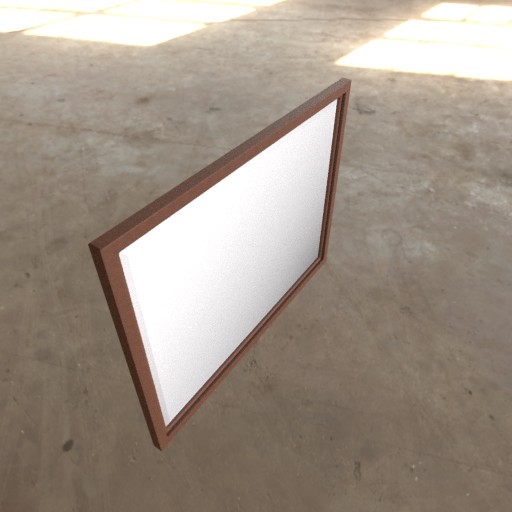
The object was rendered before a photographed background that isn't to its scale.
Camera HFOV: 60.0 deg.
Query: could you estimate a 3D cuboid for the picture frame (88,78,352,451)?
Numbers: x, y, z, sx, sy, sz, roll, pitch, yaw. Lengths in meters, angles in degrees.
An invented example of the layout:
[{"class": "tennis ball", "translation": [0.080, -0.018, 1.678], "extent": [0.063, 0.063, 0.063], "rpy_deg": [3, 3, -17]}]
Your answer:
[{"class": "picture frame", "translation": [0.000, 0.000, 1.781], "extent": [0.045, 1.018, 1.329], "rpy_deg": [25, 47, 25]}]
